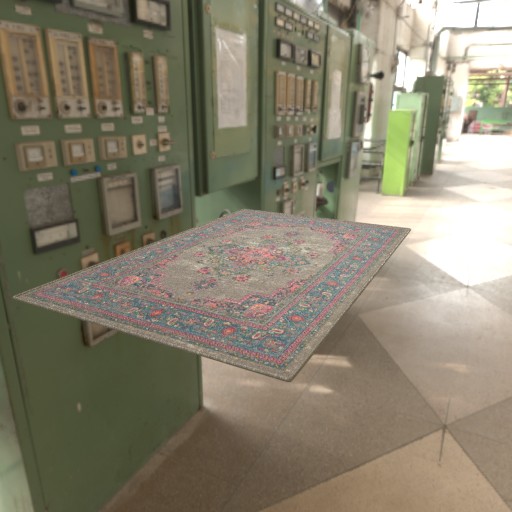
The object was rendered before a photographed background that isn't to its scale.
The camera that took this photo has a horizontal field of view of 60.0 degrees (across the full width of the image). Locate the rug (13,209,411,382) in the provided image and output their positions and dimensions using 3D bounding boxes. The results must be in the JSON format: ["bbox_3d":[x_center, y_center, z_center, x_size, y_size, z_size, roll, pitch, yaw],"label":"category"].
[{"bbox_3d":[0.000,0.000,2.133,1.144,0.014,1.748,10,21,27],"label":"rug"}]
